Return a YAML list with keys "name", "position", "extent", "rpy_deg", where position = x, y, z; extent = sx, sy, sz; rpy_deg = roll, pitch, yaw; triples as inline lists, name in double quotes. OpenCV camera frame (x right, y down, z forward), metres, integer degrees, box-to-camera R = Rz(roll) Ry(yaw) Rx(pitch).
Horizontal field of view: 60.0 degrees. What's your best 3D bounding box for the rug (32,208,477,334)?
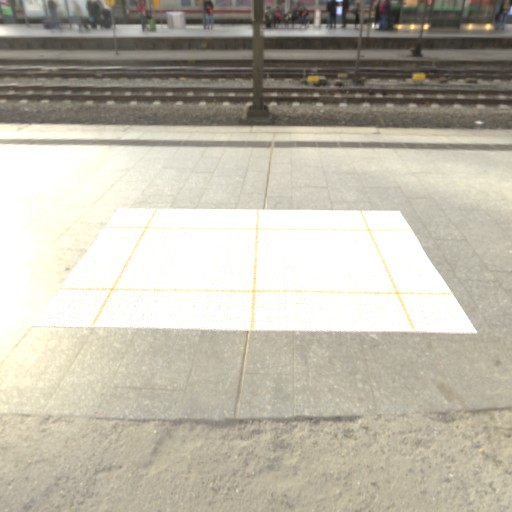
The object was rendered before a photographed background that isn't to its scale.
- name: "rug"
  position: [0.000, 0.000, 2.345]
  extent: [1.825, 0.015, 1.232]
  rpy_deg: [1, 29, 1]
